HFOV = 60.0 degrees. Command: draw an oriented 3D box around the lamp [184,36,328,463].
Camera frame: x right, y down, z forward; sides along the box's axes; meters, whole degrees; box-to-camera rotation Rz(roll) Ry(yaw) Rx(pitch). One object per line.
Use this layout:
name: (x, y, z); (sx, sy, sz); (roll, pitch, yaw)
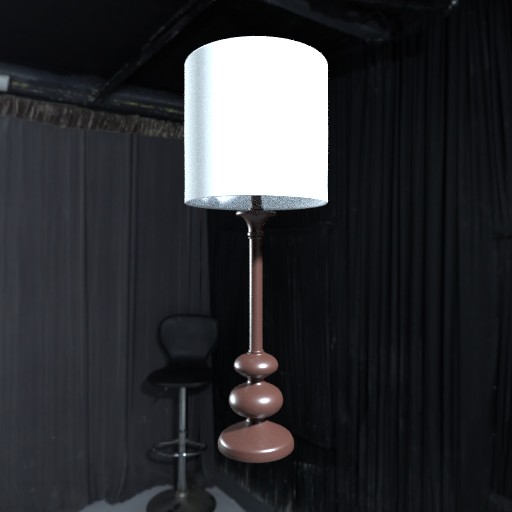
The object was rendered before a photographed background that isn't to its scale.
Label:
lamp: (0.000, 0.000, 0.800); (0.254, 0.690, 0.254); (-1, 1, -35)
